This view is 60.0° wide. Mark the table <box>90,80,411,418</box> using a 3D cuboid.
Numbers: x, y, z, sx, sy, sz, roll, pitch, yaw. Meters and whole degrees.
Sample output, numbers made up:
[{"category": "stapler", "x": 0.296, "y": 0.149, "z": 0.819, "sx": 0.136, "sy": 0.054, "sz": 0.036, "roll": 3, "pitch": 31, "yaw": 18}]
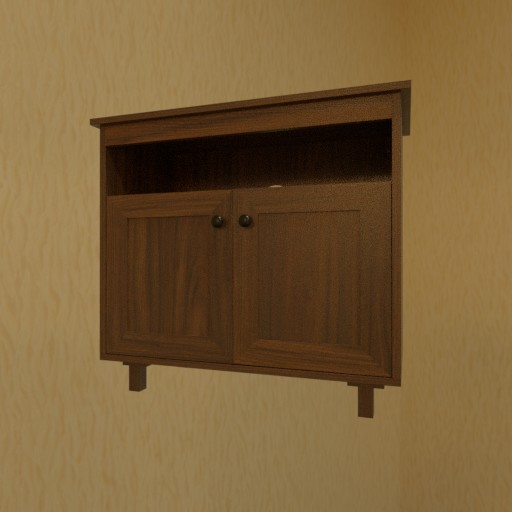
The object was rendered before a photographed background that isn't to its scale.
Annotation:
[{"category": "table", "x": 0.000, "y": 0.000, "z": 1.217, "sx": 0.802, "sy": 0.725, "sz": 0.390, "roll": 0, "pitch": 0, "yaw": 19}]
